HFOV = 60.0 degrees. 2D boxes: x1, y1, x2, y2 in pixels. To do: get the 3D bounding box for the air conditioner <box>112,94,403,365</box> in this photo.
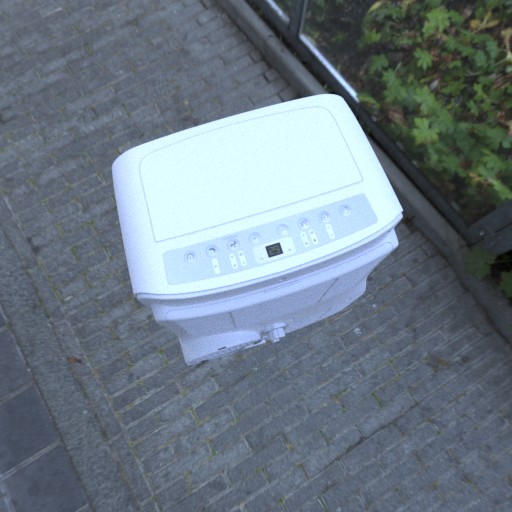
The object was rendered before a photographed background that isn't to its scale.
[{"bbox_3d":[0.000,0.000,0.966,0.454,0.700,0.365,-17,76,-4],"label":"air conditioner"}]
